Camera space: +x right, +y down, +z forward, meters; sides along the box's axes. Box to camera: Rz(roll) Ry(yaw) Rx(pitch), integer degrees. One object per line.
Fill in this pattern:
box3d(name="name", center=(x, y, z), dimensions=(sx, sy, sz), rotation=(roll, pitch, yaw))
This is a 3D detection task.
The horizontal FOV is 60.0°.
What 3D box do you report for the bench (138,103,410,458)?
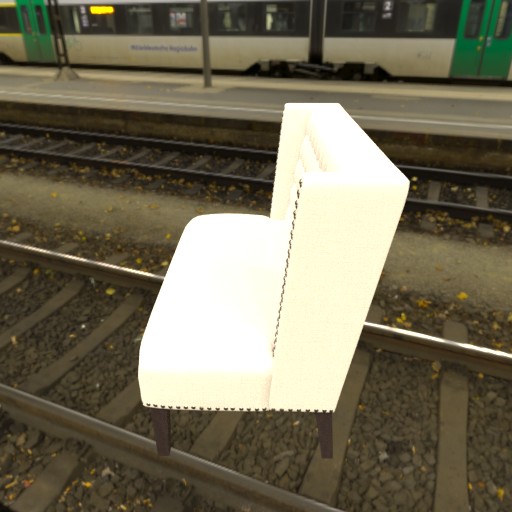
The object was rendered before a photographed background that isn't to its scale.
box3d(name="bench", center=(0.000, 0.000, 1.991), dimensions=(0.847, 1.123, 1.280), rotation=(0, 28, 1))
